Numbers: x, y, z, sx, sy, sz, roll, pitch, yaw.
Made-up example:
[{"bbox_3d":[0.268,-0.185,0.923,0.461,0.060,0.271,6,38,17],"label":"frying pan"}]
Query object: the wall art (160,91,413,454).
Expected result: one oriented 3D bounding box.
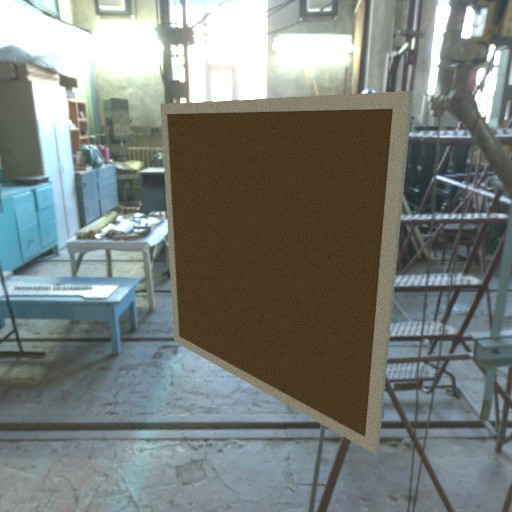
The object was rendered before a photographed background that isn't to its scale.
[{"bbox_3d":[0.000,0.000,1.216,0.812,0.812,0.015,16,23,42],"label":"wall art"}]
